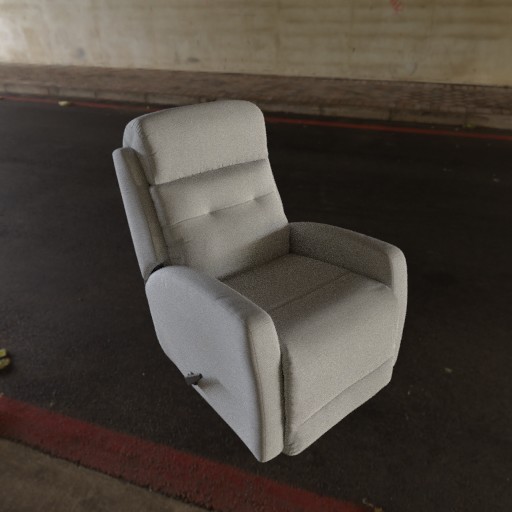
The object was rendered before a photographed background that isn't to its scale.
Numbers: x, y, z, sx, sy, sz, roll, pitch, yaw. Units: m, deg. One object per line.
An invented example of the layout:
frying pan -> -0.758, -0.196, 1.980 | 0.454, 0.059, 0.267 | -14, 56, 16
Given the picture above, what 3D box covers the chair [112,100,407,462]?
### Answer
chair -> 0.000, 0.000, 1.726 | 0.798, 1.013, 1.043 | -22, 36, -33
